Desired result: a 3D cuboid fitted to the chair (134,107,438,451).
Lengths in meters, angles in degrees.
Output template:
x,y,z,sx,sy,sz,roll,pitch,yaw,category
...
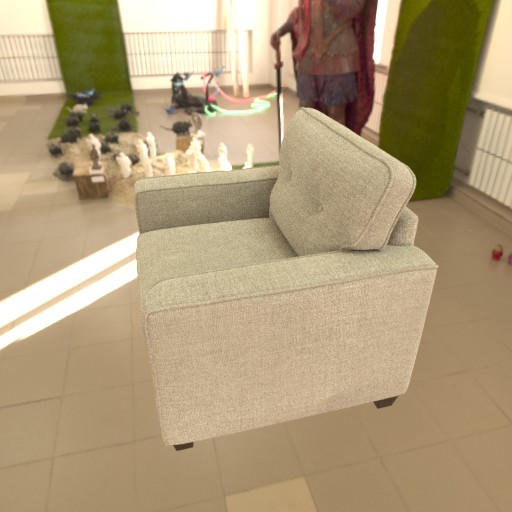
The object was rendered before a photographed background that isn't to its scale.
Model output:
x,y,z,sx,sy,sz,roll,pitch,yaw,category
0.000,0.000,1.766,0.939,0.965,1.015,-8,32,-13,chair
